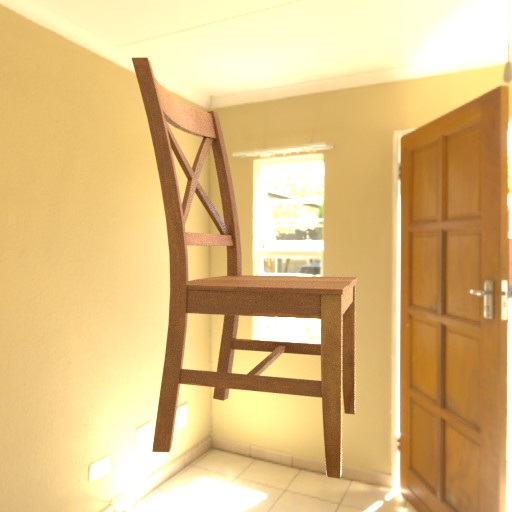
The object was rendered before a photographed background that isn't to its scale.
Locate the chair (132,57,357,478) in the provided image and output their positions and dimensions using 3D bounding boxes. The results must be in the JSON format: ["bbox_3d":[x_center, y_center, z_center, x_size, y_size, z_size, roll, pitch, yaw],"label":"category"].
[{"bbox_3d":[0.000,0.000,1.259,0.542,0.983,0.485,0,1,17],"label":"chair"}]
